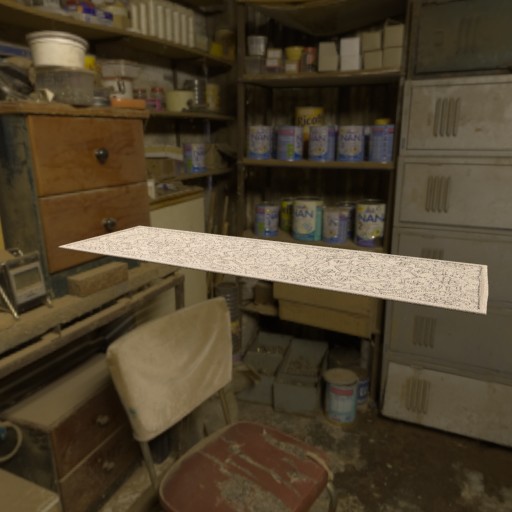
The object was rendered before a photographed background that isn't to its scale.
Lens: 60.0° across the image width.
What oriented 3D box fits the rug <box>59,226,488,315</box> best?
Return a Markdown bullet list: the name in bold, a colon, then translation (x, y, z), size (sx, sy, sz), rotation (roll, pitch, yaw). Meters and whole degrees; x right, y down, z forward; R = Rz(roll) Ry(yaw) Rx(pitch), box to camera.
- **rug**: translation (0.000, 0.000, 2.619), size (2.448, 0.012, 0.769), rotation (8, 17, 26)
